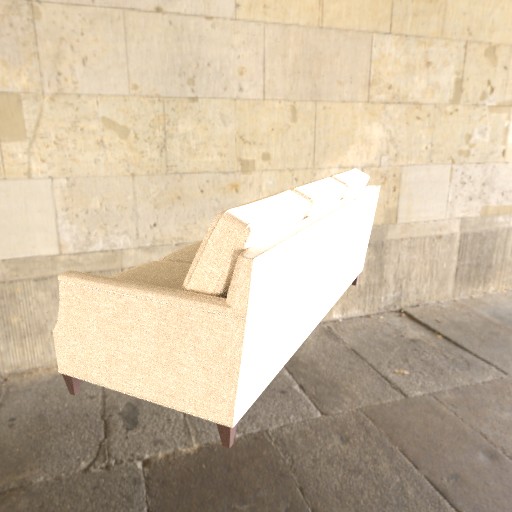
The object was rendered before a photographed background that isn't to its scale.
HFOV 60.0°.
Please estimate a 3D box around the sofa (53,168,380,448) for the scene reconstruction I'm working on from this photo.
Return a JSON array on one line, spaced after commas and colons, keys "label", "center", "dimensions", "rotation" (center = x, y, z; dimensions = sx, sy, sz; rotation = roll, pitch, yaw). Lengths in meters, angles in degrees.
[{"label": "sofa", "center": [0.000, 0.000, 2.733], "dimensions": [1.041, 0.940, 2.210], "rotation": [8, 18, 25]}]
